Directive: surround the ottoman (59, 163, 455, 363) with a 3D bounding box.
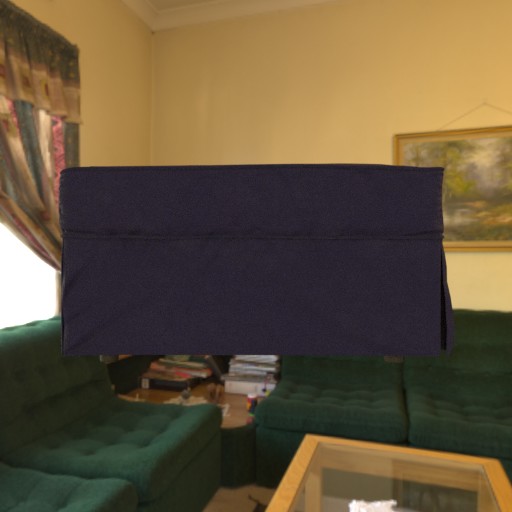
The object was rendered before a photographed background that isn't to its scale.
[{"bbox_3d":[0.000,0.000,1.316,0.938,0.503,0.637,0,0,1],"label":"ottoman"}]
